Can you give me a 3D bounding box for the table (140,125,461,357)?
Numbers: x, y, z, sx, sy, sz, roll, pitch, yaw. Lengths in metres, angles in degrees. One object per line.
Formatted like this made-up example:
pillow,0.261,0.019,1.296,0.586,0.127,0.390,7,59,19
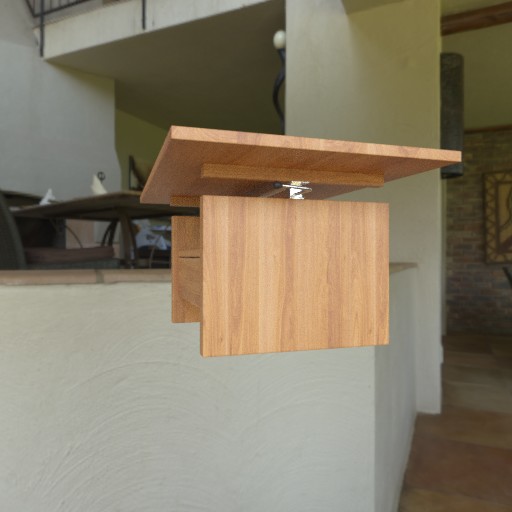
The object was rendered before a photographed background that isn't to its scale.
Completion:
table,0.000,0.000,1.497,0.700,0.510,1.100,0,0,-18
